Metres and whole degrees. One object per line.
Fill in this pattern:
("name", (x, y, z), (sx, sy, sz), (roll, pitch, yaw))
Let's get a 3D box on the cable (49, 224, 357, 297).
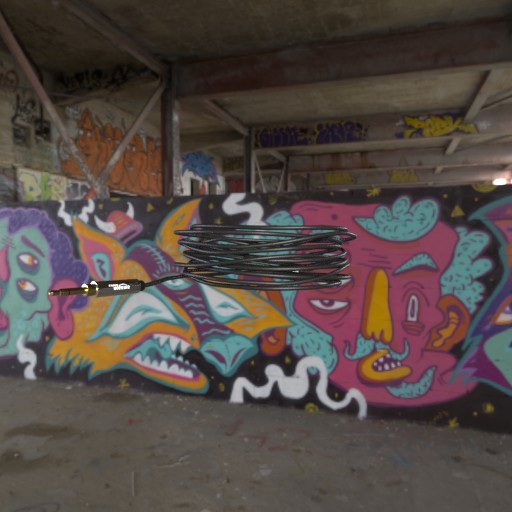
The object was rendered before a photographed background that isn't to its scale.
("cable", (0.000, 0.000, 0.493), (0.198, 0.069, 0.432), (1, 2, 38))
